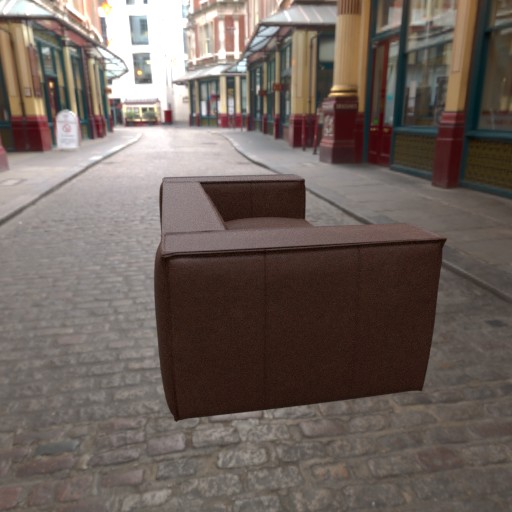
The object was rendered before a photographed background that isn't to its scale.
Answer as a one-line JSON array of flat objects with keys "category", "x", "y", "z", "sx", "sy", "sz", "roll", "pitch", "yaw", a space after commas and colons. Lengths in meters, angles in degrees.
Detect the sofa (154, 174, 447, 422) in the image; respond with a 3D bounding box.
[{"category": "sofa", "x": 0.000, "y": 0.000, "z": 2.581, "sx": 1.102, "sy": 0.703, "sz": 2.088, "roll": -3, "pitch": 17, "yaw": -11}]
